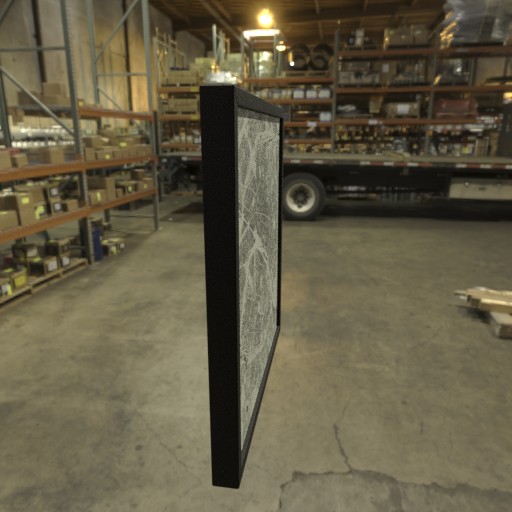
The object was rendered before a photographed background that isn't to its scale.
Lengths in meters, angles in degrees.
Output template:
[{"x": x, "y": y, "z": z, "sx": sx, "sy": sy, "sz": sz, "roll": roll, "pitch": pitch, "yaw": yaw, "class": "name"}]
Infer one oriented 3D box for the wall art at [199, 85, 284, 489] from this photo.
[{"x": 0.000, "y": 0.000, "z": 0.769, "sx": 0.037, "sy": 0.508, "sz": 0.508, "roll": 3, "pitch": 16, "yaw": 9, "class": "wall art"}]
